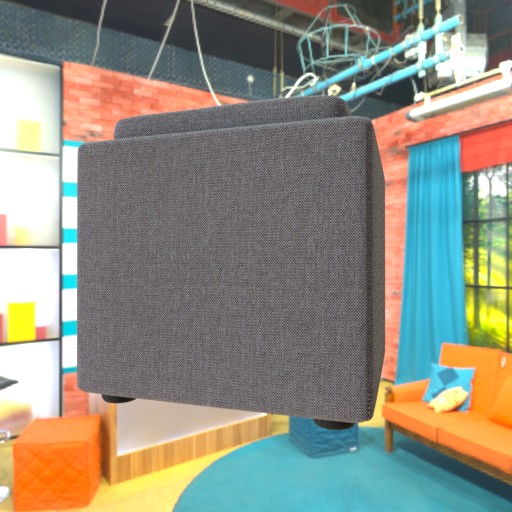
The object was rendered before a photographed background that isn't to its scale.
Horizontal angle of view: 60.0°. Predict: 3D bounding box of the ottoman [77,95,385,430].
[{"bbox_3d":[0.000,0.000,0.825,0.450,0.460,0.450,0,0,18],"label":"ottoman"}]
